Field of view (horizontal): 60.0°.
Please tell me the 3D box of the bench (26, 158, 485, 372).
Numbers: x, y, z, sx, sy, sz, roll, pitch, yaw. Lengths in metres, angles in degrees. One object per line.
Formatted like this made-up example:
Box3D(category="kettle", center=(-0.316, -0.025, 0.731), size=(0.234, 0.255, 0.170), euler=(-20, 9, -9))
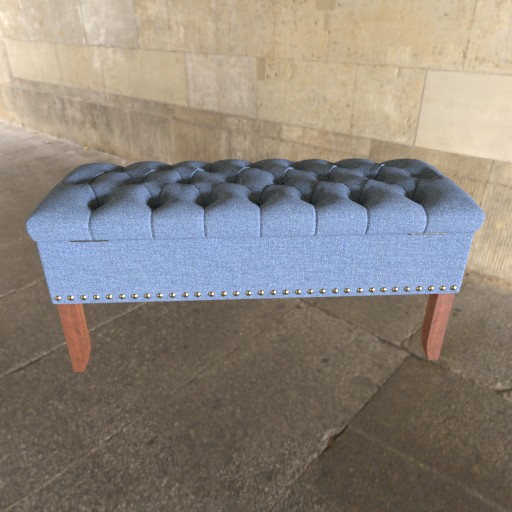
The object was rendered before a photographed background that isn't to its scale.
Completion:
Box3D(category="bench", center=(0.000, 0.000, 1.278), size=(1.052, 0.492, 0.417), euler=(-1, 28, -2))
